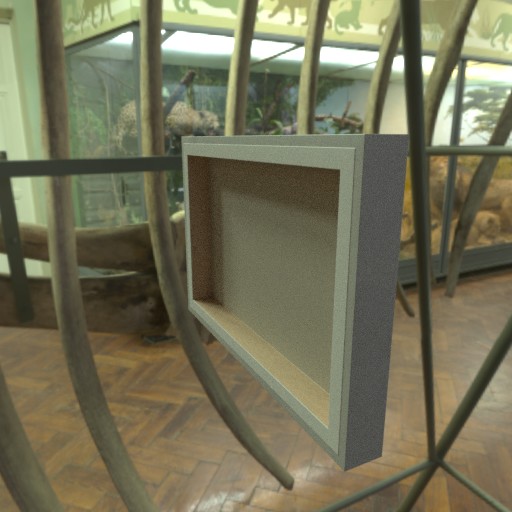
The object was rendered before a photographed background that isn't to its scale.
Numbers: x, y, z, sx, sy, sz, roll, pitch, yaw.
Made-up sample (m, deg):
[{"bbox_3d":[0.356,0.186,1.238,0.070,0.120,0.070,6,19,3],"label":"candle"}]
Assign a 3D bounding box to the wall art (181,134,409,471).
[{"bbox_3d":[0.000,0.000,0.486,0.038,0.254,0.381,-7,16,-26],"label":"wall art"}]
